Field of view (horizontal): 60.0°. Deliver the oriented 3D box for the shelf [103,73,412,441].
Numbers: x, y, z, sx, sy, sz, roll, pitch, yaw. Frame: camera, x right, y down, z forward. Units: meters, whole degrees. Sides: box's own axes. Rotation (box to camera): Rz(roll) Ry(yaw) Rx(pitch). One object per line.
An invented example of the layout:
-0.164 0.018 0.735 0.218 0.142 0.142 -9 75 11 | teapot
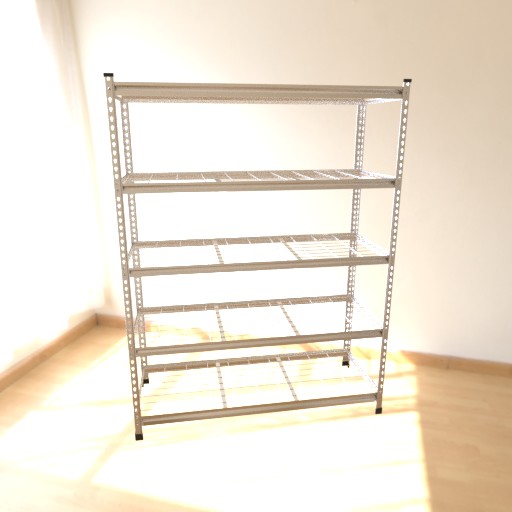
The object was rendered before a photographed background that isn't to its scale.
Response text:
0.000 0.000 2.704 1.524 1.981 0.610 -3 16 -9 | shelf
